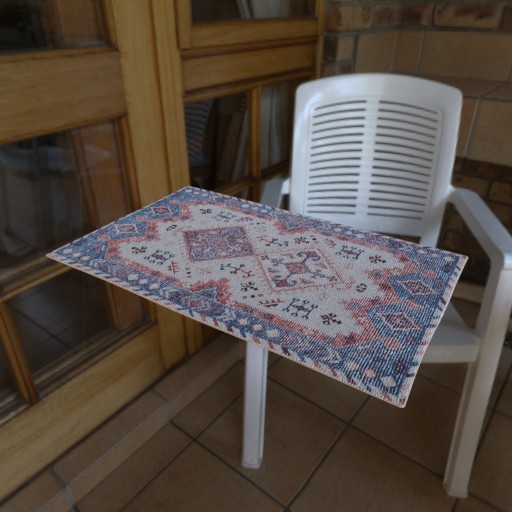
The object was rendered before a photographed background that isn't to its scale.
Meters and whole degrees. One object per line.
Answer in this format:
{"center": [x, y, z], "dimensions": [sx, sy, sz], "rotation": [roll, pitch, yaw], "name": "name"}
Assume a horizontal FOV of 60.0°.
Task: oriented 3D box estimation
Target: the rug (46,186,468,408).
{"center": [0.000, 0.000, 3.028], "dimensions": [2.464, 0.023, 1.521], "rotation": [18, 35, 27], "name": "rug"}
